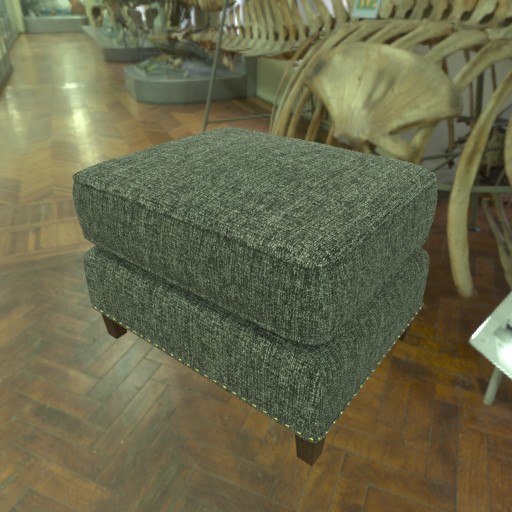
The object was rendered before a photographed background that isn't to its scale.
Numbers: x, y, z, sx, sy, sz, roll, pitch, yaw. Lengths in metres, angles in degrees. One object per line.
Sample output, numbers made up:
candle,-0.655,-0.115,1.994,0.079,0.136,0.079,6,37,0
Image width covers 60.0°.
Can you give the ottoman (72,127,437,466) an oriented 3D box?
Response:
ottoman,0.000,0.000,1.145,0.738,0.537,0.589,21,36,32
